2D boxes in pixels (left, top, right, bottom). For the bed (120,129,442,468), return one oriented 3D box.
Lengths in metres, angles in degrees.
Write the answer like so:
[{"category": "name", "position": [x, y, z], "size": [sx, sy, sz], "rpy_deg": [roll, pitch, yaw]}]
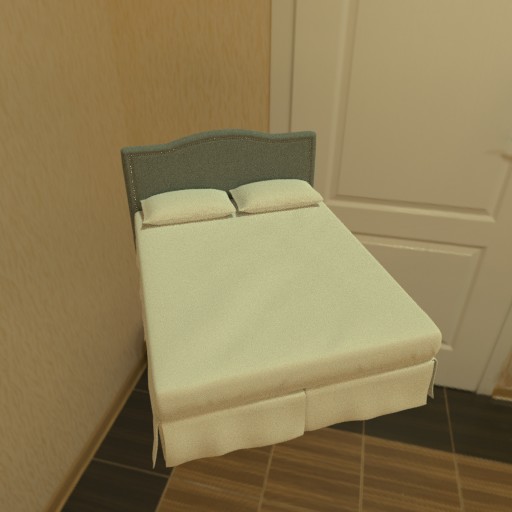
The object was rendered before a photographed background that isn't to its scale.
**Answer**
[{"category": "bed", "position": [0.000, 0.000, 3.878], "size": [2.161, 1.457, 2.689], "rpy_deg": [-9, 34, -13]}]
